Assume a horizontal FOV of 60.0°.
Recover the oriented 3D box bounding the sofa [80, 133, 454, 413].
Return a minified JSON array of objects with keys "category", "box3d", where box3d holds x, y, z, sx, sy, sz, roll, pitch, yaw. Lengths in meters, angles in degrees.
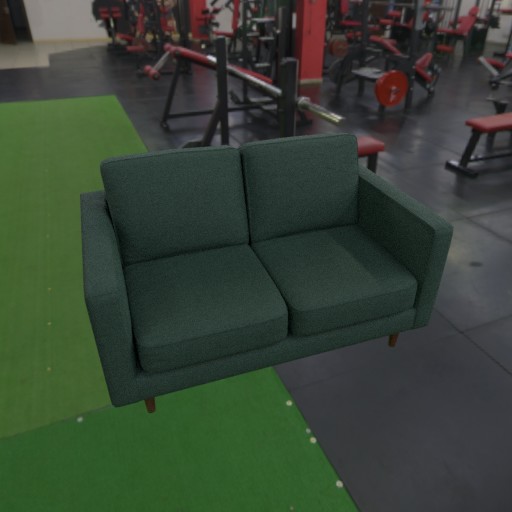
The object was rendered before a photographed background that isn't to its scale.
[{"category":"sofa","box3d":[0.000,0.000,2.032,1.430,0.899,0.879,-11,34,-16]}]
